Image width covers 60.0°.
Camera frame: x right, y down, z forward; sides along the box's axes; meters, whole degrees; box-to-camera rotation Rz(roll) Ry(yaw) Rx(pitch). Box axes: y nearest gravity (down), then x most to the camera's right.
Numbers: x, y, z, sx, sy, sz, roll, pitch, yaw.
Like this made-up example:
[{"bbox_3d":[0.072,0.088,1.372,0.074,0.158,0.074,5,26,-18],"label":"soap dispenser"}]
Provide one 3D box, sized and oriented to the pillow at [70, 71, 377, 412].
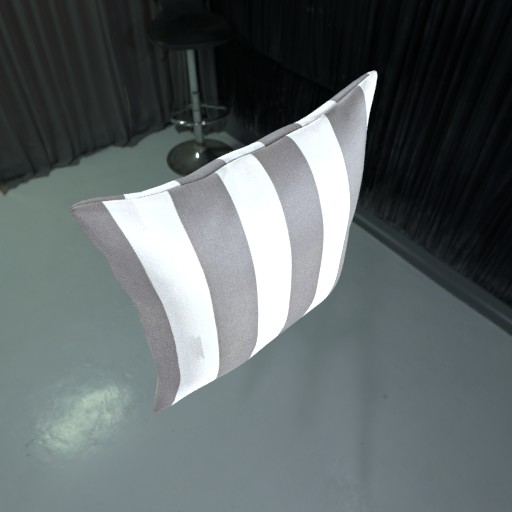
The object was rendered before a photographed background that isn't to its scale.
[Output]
[{"bbox_3d":[0.000,0.000,0.773,0.522,0.507,0.192,-32,55,-27],"label":"pillow"}]
